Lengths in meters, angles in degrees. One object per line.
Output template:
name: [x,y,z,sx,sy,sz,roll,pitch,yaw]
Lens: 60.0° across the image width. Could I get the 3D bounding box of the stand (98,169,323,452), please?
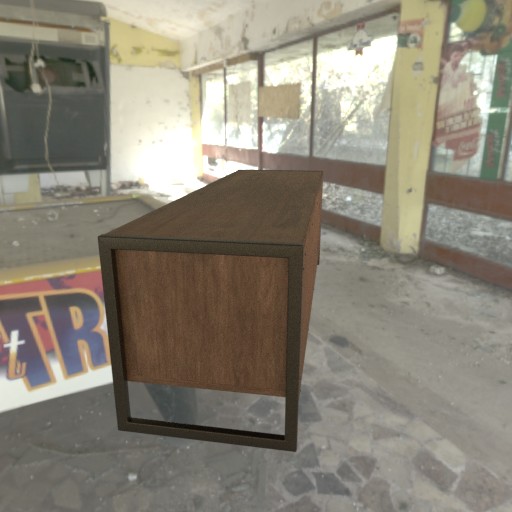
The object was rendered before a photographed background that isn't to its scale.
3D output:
stand: [0.000,0.000,1.708,0.454,0.506,1.480,3,17,9]
